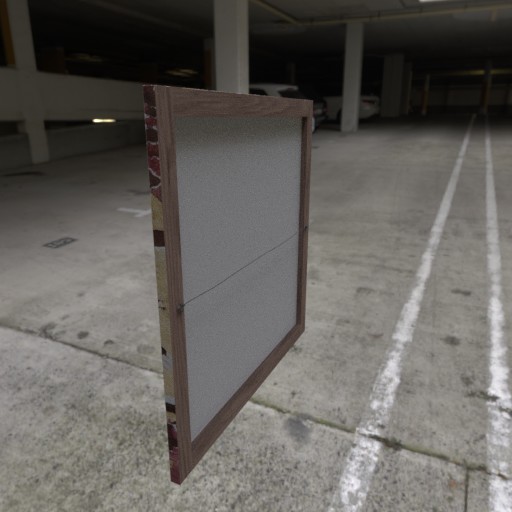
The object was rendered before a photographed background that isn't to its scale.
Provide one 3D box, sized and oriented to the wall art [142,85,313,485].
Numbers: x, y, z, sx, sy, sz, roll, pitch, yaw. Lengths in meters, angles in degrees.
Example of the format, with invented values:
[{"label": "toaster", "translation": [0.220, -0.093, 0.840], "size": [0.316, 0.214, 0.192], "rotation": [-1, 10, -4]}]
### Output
[{"label": "wall art", "translation": [0.000, 0.000, 1.118], "size": [0.028, 0.762, 0.757], "rotation": [8, 19, 24]}]
